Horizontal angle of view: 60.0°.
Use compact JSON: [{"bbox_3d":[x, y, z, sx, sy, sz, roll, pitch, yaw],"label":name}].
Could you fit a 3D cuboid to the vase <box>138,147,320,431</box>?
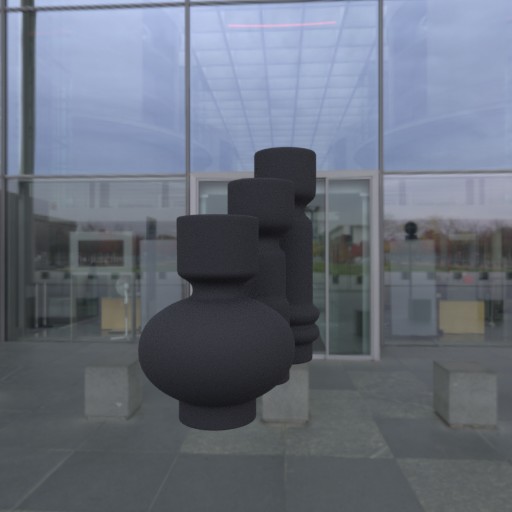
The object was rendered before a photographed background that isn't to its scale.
[{"bbox_3d":[0.000,0.000,0.433,0.120,0.249,0.307,0,0,18],"label":"vase"}]
